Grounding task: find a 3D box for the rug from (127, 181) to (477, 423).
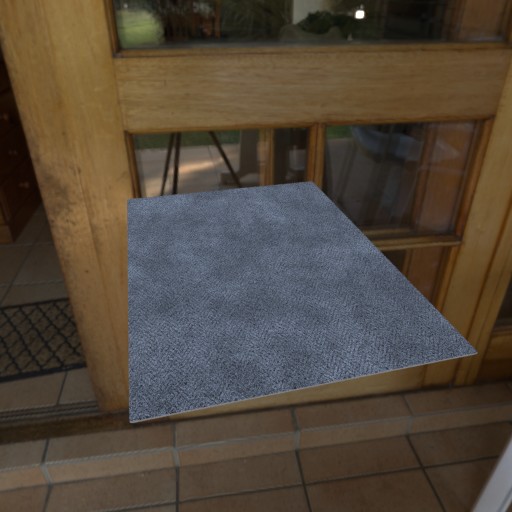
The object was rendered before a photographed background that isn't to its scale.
[{"bbox_3d":[0.000,0.000,2.852,1.600,0.008,2.235,-7,32,-12],"label":"rug"}]
